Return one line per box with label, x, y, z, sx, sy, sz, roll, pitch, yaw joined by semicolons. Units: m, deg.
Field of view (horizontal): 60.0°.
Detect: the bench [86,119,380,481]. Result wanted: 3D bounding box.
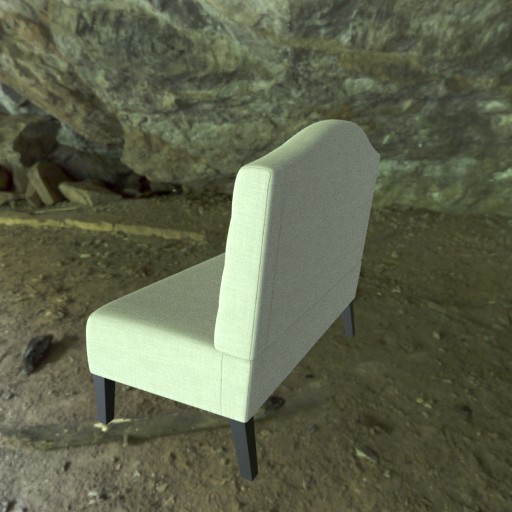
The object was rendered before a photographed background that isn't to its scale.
bench;0.000;0.000;2.029;0.815;1.180;1.335;8;17;26
